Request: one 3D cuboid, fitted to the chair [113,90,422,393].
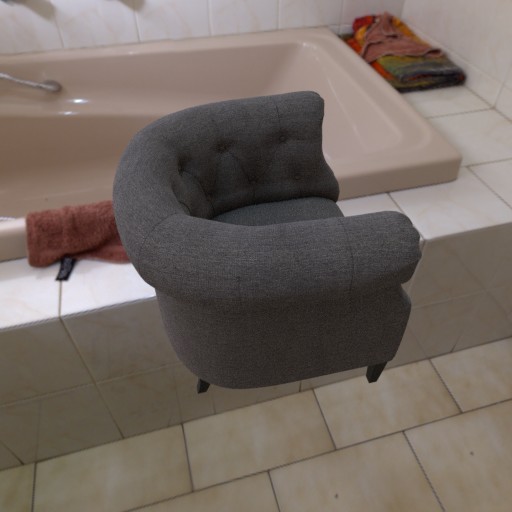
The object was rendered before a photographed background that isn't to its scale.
[{"bbox_3d":[0.000,0.000,1.578,0.852,0.827,0.905,-9,46,-9],"label":"chair"}]
